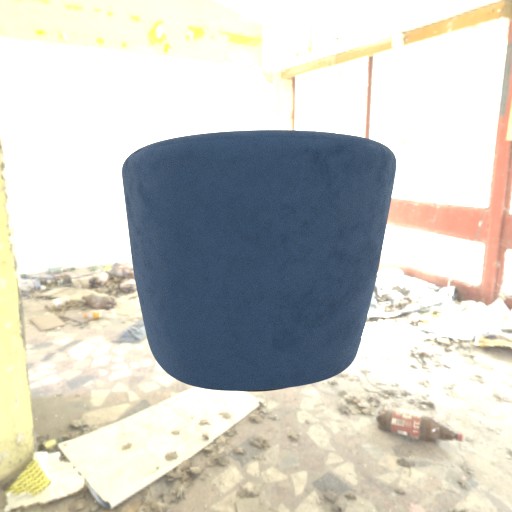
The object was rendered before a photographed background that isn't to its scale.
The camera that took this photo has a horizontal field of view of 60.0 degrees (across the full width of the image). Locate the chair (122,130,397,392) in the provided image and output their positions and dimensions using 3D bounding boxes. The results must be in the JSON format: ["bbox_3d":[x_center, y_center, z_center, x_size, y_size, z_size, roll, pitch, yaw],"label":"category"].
[{"bbox_3d":[0.000,0.000,1.334,0.773,0.698,0.767,-2,13,-8],"label":"chair"}]
